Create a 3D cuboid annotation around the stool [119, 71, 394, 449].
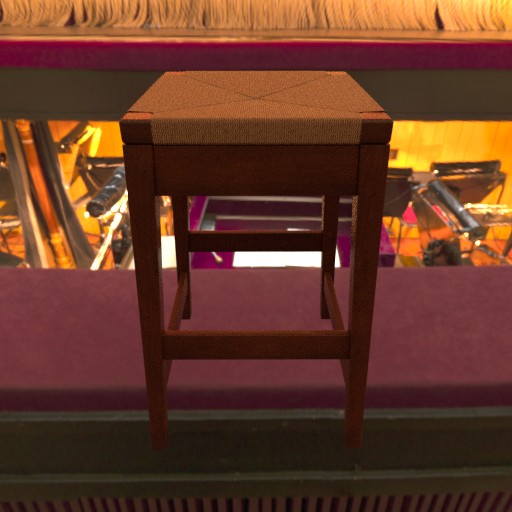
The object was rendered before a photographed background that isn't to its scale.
[{"bbox_3d":[0.000,0.000,1.064,0.497,0.762,0.507,0,32,0],"label":"stool"}]
